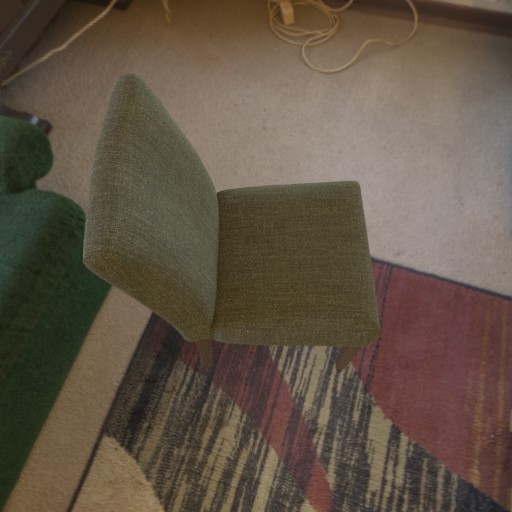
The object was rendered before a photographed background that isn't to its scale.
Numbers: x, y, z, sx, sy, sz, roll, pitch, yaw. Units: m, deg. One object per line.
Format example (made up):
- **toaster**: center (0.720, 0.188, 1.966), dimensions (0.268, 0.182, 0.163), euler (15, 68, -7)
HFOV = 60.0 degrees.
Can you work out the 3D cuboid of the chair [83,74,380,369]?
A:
- **chair**: center (0.000, 0.000, 1.228), dimensions (0.629, 0.884, 0.487), euler (-1, 63, 0)
